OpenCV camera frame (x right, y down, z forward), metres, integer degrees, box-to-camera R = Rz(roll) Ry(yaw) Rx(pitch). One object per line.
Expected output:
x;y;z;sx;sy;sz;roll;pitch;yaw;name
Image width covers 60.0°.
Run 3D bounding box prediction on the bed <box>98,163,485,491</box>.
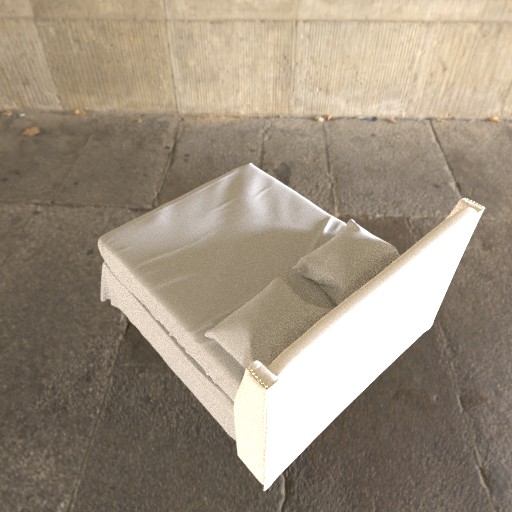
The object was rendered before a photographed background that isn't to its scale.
0.000;0.000;3.403;1.925;1.332;2.276;-32;53;-28;bed
